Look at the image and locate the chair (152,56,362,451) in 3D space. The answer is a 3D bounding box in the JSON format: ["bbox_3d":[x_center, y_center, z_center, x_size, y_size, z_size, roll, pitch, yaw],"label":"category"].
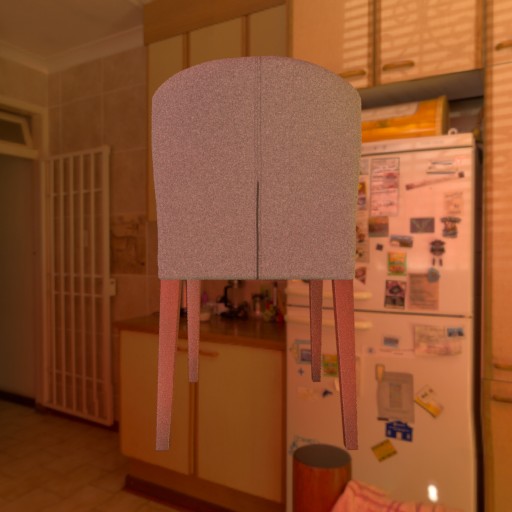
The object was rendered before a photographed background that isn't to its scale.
[{"bbox_3d":[0.000,0.000,1.203,0.491,0.839,0.592,0,1,-1],"label":"chair"}]
